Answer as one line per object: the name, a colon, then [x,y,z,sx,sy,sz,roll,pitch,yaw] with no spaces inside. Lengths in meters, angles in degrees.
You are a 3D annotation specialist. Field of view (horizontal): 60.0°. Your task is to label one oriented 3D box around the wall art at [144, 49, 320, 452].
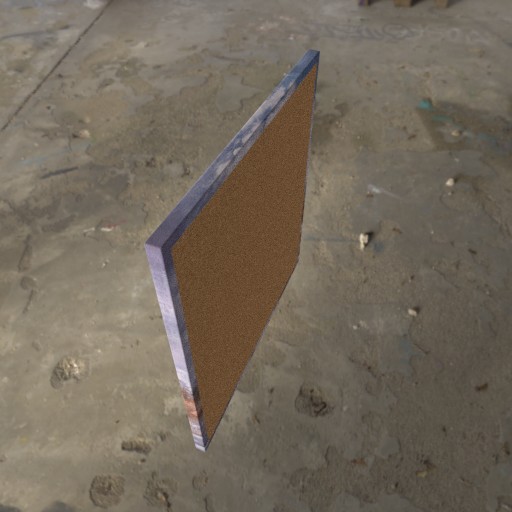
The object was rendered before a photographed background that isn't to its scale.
wall art: [0.000,0.000,1.342,0.035,0.897,0.888,17,48,16]
